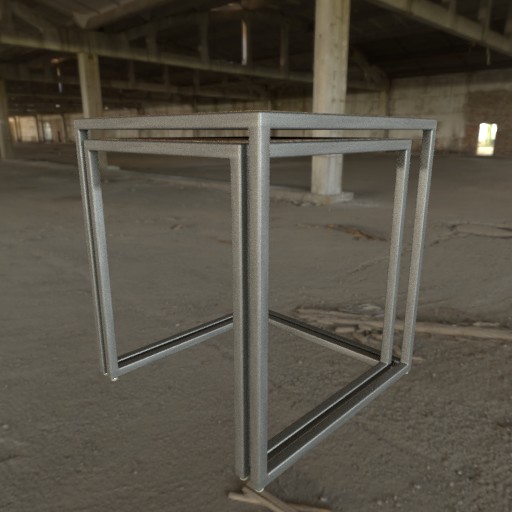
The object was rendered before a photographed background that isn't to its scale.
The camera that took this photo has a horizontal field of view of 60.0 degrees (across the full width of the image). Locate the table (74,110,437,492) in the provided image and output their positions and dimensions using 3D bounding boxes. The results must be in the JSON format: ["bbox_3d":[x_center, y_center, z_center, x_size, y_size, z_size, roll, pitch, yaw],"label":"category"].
[{"bbox_3d":[0.000,0.000,0.839,0.450,0.500,0.449,15,22,42],"label":"table"}]
